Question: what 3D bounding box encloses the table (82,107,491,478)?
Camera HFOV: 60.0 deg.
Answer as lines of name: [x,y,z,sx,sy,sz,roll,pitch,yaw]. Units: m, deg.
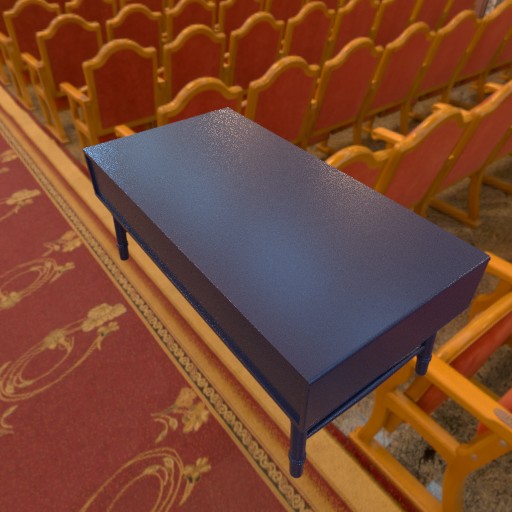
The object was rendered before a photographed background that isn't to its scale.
table: [0.000,0.000,1.351,0.572,0.457,1.067,-26,47,-27]
